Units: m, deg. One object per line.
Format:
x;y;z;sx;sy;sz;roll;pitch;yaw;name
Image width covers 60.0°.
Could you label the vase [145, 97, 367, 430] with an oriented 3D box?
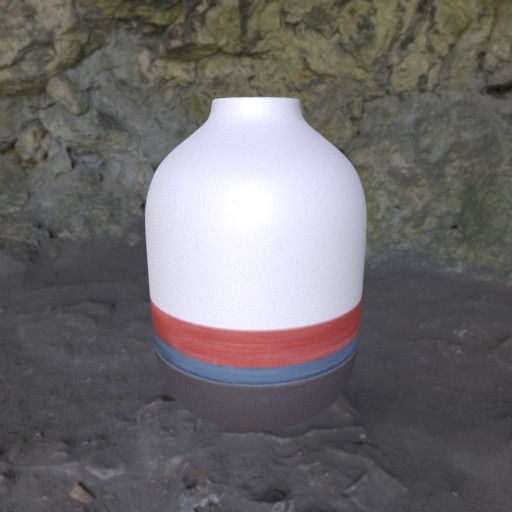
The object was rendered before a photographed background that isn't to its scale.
0.000;0.000;0.356;0.169;0.237;0.169;0;16;0;vase
